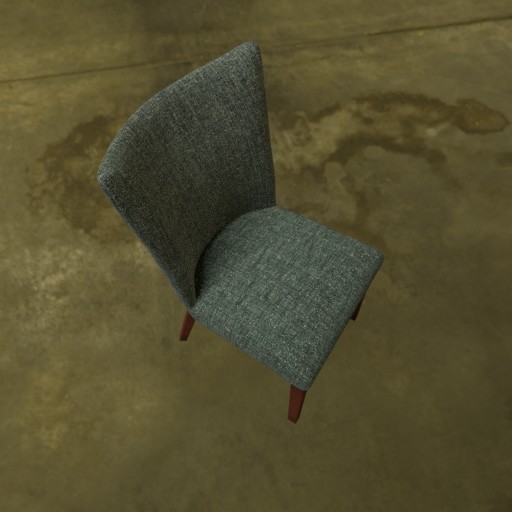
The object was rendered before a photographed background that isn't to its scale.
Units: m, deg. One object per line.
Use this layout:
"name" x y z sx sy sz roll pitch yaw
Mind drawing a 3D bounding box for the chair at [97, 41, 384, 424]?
"chair" 0.000 0.000 1.274 0.623 0.924 0.535 29 62 17
